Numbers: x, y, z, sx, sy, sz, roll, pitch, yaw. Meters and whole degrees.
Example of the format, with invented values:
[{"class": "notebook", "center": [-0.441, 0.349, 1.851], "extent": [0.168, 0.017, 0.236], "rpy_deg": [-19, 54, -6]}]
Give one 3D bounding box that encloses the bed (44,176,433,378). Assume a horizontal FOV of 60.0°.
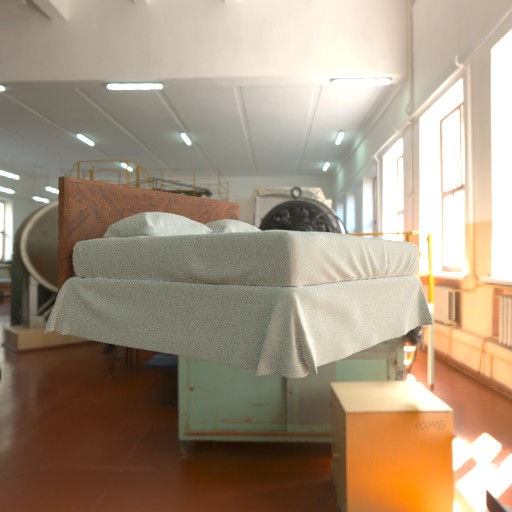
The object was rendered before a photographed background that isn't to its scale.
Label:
[{"class": "bed", "center": [0.000, 0.000, 3.420], "extent": [2.165, 1.158, 2.255], "rpy_deg": [0, 0, 37]}]
